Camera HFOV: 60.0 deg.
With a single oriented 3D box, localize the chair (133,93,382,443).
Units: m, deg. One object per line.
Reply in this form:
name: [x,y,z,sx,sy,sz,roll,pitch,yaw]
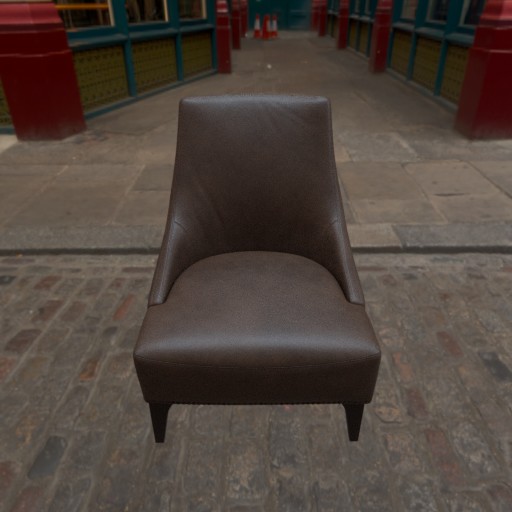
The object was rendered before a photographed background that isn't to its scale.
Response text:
chair: [0.000,0.000,1.513,0.701,0.909,0.861,0,31,0]
